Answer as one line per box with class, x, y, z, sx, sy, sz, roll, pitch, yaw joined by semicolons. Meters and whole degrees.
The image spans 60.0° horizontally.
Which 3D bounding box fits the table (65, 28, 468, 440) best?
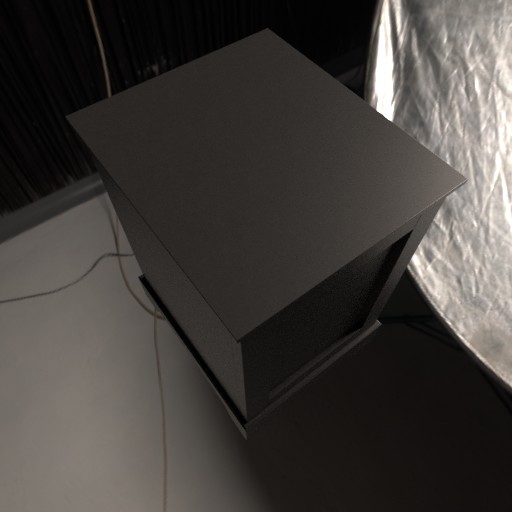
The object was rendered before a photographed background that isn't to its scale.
table;0.000;0.000;0.911;0.399;0.610;0.460;-32;63;-19
